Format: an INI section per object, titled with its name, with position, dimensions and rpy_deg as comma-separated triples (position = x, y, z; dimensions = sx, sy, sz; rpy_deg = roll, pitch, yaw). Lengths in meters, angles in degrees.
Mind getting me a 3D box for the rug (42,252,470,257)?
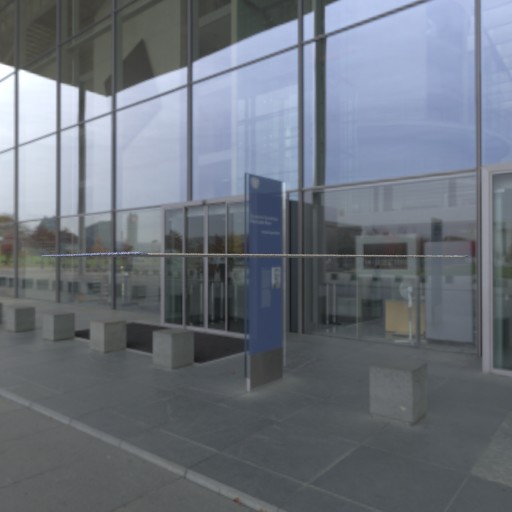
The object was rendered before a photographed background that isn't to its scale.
[rug]
position = 0.000, 0.000, 4.325
dimensions = 3.416, 0.016, 2.471
rpy_deg = 0, -1, -36
